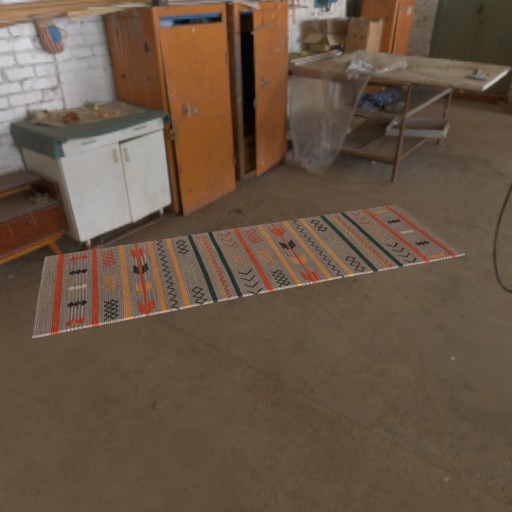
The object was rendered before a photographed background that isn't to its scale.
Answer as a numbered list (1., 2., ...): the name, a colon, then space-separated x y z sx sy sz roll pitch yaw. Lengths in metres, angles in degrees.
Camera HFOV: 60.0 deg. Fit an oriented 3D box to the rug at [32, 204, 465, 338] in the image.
1. rug: 0.000 0.000 2.659 2.419 0.022 0.744 -10 33 -15
